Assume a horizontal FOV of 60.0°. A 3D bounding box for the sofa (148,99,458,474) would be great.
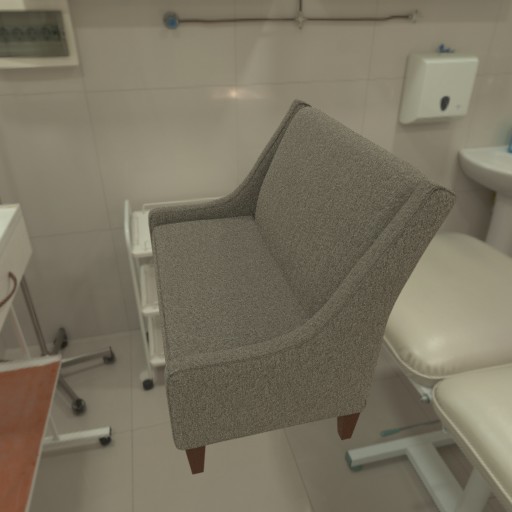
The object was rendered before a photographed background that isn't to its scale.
[{"bbox_3d":[0.000,0.000,1.882,0.862,1.026,1.242,-7,31,-12],"label":"sofa"}]
